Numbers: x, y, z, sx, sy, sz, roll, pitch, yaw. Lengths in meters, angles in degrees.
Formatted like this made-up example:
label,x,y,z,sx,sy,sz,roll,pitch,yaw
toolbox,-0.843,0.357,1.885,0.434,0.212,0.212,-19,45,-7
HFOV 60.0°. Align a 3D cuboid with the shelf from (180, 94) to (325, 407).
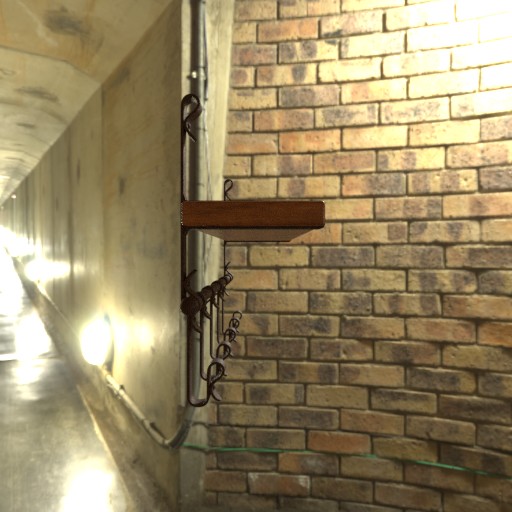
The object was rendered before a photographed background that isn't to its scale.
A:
label,x,y,z,sx,sy,sz,roll,pitch,yaw
shelf,0.000,0.000,0.713,0.146,0.330,0.567,0,0,1
